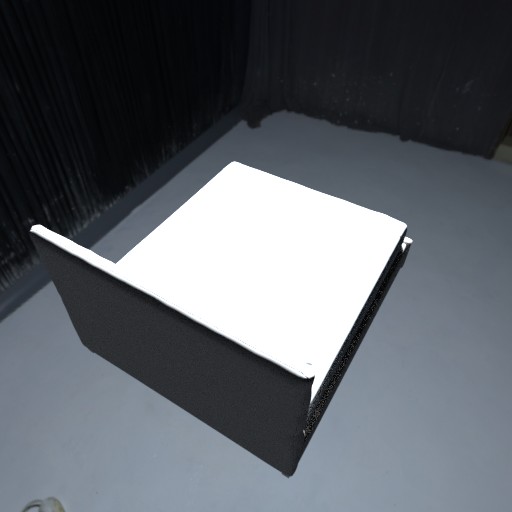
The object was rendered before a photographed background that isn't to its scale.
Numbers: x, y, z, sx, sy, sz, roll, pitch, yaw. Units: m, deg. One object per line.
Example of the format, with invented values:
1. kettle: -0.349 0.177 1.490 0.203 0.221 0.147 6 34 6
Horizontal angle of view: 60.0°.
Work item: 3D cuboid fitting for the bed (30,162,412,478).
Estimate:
1. bed: 0.000 0.000 3.699 2.078 1.427 2.387 24 51 21
